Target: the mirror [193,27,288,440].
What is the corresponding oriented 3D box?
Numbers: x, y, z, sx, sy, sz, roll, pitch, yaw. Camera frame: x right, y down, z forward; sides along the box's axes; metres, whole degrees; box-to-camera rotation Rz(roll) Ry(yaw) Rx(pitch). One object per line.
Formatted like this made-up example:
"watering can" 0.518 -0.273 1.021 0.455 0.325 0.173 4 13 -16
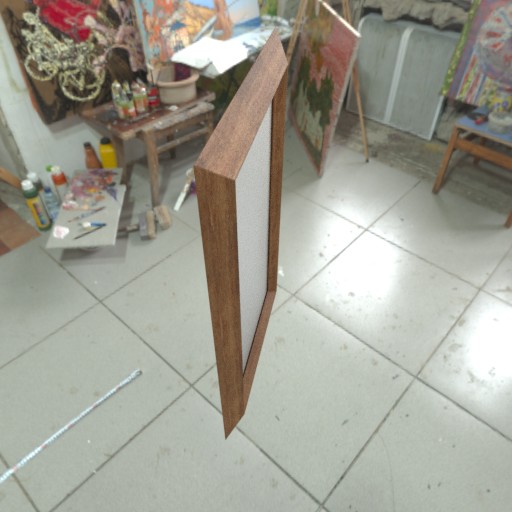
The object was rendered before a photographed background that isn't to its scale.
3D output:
"mirror" 0.000 0.000 1.256 0.047 1.010 0.651 9 46 9
